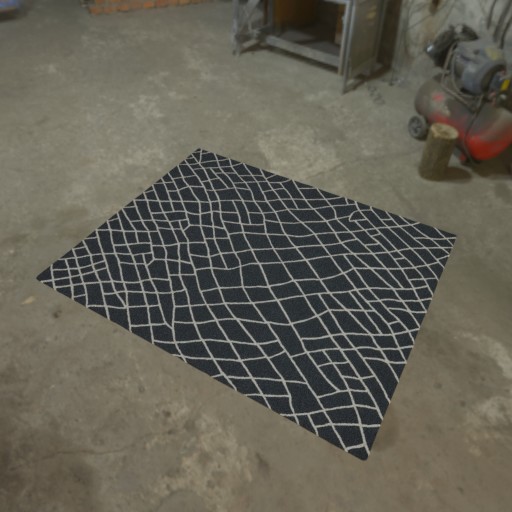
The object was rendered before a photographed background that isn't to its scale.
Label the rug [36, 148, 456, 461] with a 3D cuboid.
[{"bbox_3d":[0.000,0.000,4.058,3.047,0.022,2.439,23,50,21],"label":"rug"}]
